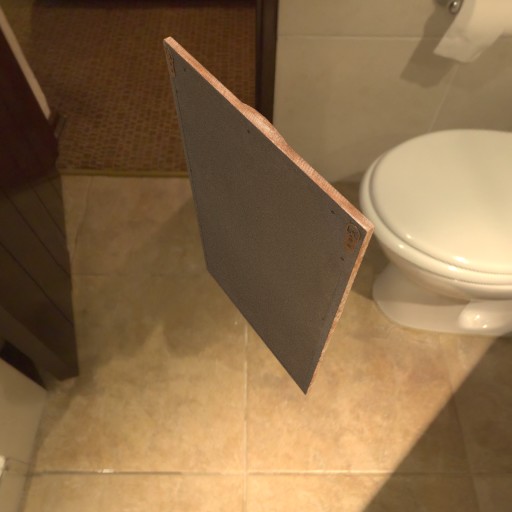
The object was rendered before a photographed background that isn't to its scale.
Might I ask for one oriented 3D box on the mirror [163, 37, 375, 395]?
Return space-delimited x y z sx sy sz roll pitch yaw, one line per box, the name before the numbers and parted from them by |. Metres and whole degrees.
mirror | 0.000 0.000 0.988 0.058 0.787 0.495 -32 64 -18
